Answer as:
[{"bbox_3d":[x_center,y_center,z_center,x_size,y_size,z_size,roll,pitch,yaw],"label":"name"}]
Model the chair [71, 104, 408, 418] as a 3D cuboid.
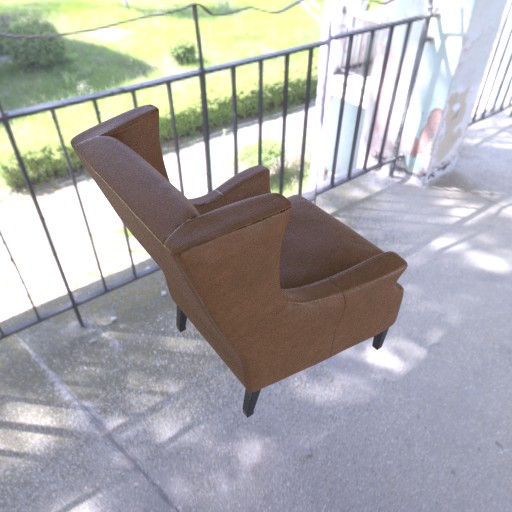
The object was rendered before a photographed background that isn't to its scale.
[{"bbox_3d":[0.000,0.000,1.660,0.925,1.016,0.852,-26,47,-27],"label":"chair"}]
